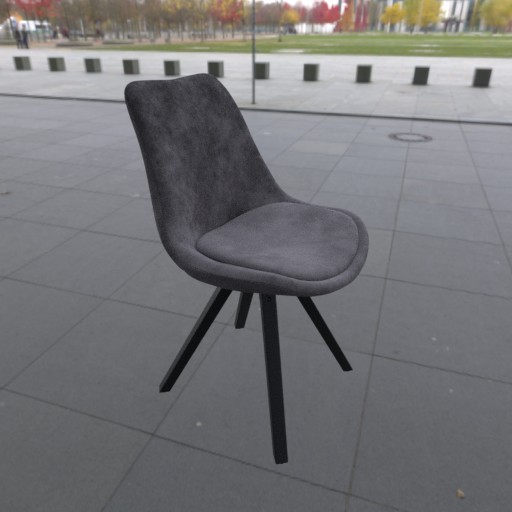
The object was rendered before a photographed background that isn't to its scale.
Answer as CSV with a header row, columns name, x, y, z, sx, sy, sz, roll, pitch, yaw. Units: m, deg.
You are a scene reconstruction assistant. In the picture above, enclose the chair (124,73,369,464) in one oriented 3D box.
name,x,y,z,sx,sy,sz,roll,pitch,yaw
chair,0.000,0.000,1.163,0.550,0.850,0.485,17,32,30
